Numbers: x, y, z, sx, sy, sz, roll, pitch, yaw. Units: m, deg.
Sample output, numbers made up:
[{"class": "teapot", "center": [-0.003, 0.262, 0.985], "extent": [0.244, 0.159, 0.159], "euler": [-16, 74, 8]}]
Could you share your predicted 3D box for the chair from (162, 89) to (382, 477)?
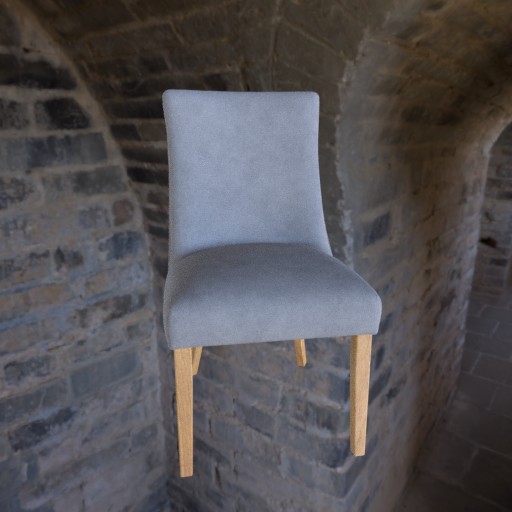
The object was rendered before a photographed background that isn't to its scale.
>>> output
[{"class": "chair", "center": [0.000, 0.000, 1.222], "extent": [0.495, 0.902, 0.610], "euler": [-3, 16, -9]}]
